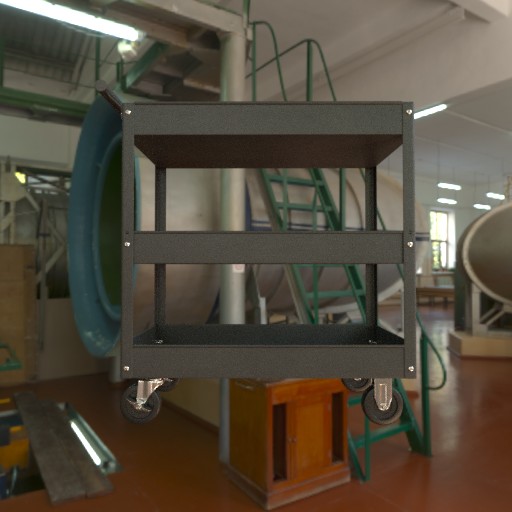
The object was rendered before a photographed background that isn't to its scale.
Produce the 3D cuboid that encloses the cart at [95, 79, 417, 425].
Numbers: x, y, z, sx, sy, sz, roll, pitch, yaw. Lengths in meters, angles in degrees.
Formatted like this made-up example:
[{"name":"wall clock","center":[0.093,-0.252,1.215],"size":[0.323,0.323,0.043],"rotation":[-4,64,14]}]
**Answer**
[{"name":"cart","center":[0.000,0.000,1.161],"size":[0.719,0.780,0.366],"rotation":[0,-1,0]}]
